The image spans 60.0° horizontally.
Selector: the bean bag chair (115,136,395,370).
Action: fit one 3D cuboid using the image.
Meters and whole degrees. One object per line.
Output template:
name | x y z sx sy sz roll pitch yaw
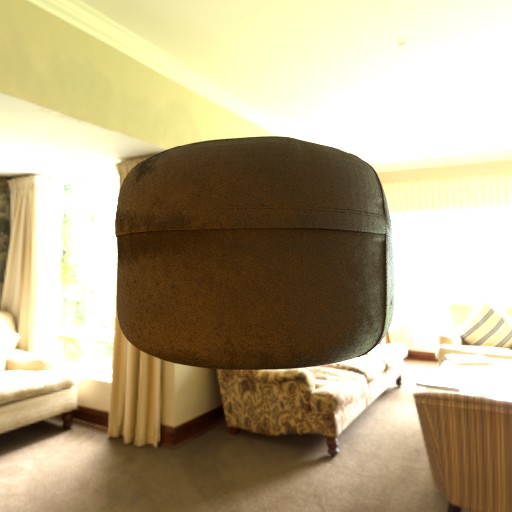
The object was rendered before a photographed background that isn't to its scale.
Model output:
bean bag chair | 0.000 0.000 1.500 0.918 0.605 0.918 0 -1 0
